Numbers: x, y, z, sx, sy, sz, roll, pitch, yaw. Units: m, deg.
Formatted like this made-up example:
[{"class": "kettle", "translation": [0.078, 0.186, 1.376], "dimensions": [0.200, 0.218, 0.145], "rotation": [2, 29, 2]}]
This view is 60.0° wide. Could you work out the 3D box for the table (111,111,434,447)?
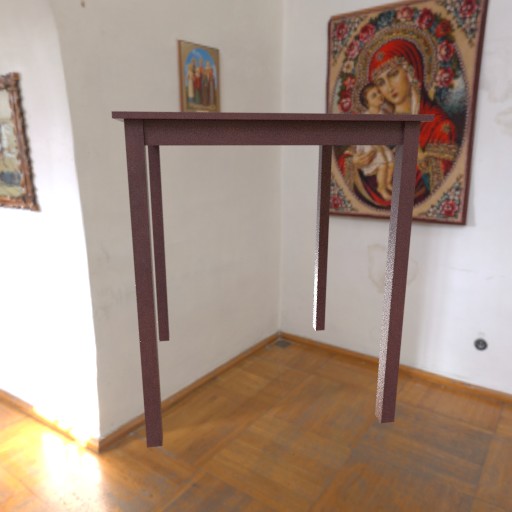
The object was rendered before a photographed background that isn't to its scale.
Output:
[{"class": "table", "translation": [0.000, 0.000, 1.694], "dimensions": [0.861, 0.991, 0.861], "rotation": [-2, 15, -9]}]
